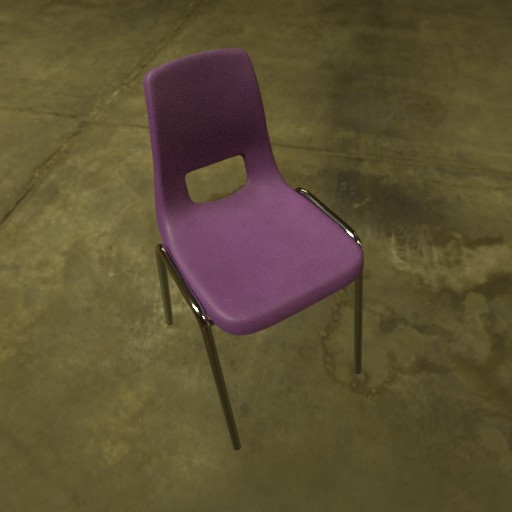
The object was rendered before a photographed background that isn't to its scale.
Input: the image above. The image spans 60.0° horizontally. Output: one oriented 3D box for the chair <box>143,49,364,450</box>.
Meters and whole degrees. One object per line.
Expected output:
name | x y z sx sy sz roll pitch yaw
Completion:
chair | 0.000 0.000 0.946 0.381 0.704 0.432 -24 51 -21
